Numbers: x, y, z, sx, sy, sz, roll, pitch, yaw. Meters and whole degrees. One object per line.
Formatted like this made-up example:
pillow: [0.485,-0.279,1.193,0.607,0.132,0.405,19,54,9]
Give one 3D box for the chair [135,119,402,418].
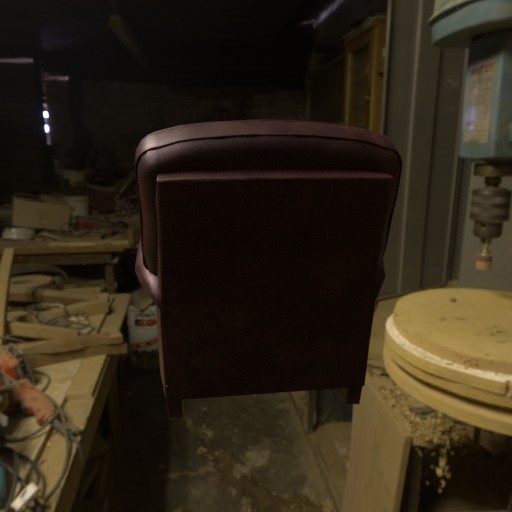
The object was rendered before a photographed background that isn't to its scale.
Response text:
chair: [0.000,0.000,1.795,0.936,1.018,0.986,-2,14,-7]
